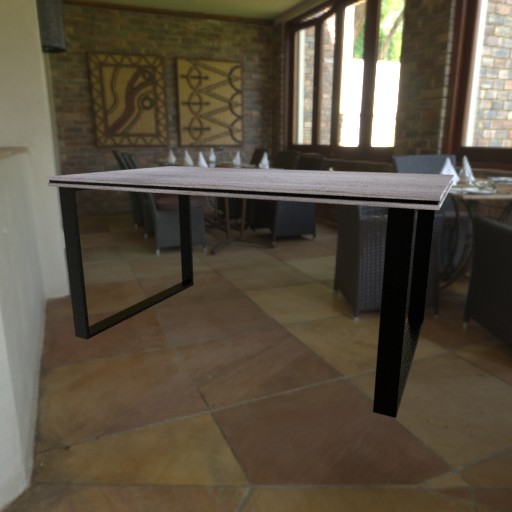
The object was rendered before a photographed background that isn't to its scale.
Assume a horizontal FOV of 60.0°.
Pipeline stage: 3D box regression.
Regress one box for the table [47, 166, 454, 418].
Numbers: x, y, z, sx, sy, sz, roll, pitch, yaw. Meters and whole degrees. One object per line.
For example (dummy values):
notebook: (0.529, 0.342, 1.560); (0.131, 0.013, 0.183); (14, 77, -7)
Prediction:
table: (0.000, 0.000, 2.059); (1.579, 0.736, 0.881); (7, 16, 25)
